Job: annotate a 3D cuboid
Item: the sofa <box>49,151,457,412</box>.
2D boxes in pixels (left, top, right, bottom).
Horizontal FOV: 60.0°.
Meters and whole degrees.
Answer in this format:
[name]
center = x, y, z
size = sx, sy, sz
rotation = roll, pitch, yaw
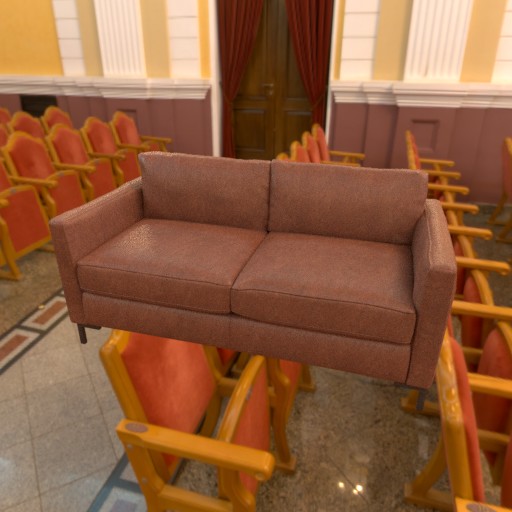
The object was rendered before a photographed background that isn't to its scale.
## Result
[sofa]
center = 0.000, 0.000, 2.264
size = 1.797, 0.883, 0.899
rotation = 7, 26, 15
